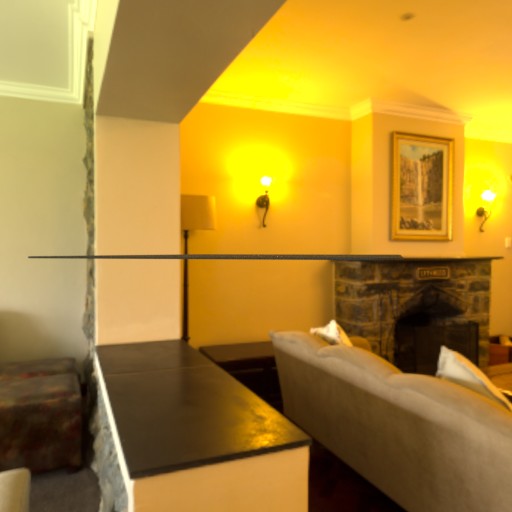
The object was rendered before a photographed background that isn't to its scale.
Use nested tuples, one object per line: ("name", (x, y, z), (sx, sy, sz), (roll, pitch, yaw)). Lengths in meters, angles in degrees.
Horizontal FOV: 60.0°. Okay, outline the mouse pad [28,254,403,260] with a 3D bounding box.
("mouse pad", (0.000, 0.000, 0.629), (0.393, 0.002, 0.451), (0, 1, 18))
